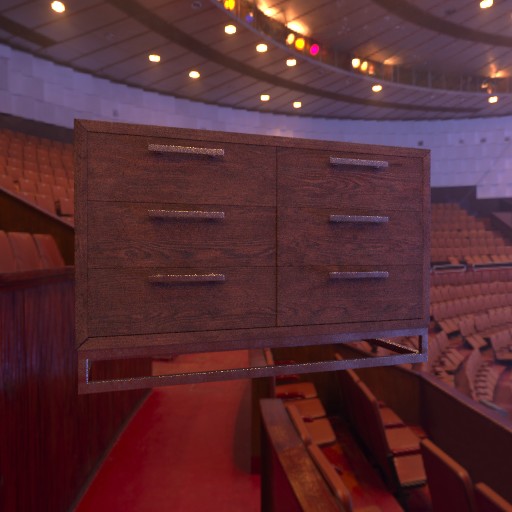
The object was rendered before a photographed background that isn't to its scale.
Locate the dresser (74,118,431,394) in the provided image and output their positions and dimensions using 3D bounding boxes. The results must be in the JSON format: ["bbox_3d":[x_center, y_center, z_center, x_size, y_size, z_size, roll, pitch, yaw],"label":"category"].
[{"bbox_3d":[0.000,0.000,2.217,1.646,1.061,0.623,0,1,-18],"label":"dresser"}]
